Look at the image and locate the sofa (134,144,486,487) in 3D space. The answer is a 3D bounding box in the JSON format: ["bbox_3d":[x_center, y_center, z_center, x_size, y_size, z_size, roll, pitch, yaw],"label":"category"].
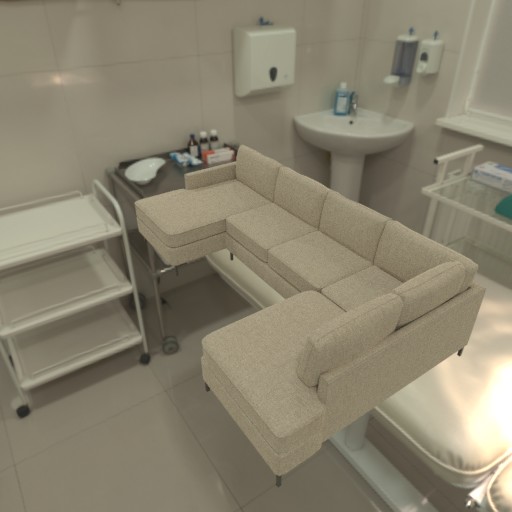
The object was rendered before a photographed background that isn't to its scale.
[{"bbox_3d":[0.000,0.000,4.204,2.021,0.996,3.423,-21,38,-28],"label":"sofa"}]
